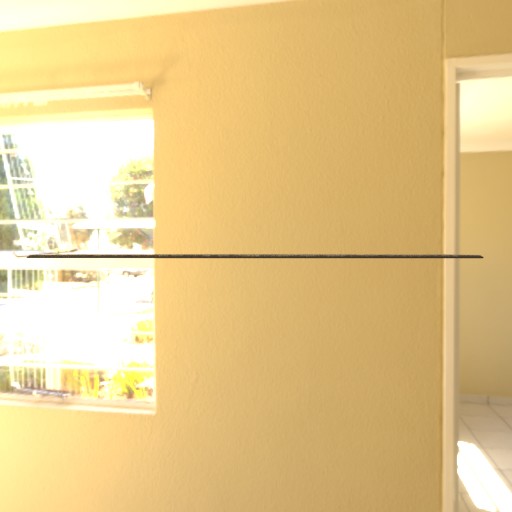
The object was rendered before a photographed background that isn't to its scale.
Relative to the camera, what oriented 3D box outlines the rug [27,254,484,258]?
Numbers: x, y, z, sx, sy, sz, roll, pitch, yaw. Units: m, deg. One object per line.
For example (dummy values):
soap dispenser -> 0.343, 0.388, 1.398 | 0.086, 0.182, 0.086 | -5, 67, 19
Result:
rug -> 0.000, 0.000, 4.844 | 3.612, 0.035, 2.716 | 0, 0, 0
